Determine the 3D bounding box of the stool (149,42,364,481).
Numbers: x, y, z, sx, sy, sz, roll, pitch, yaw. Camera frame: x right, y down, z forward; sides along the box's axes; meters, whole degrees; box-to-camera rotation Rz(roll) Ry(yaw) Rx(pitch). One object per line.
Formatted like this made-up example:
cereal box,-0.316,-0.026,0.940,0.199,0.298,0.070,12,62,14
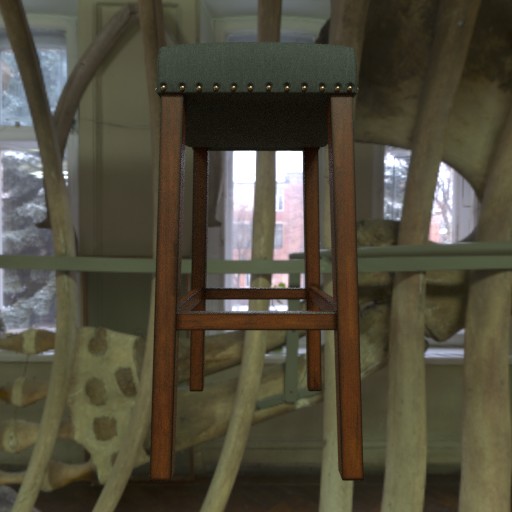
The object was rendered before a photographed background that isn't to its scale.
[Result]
stool,0.000,0.000,0.999,0.366,0.760,0.502,0,1,0
